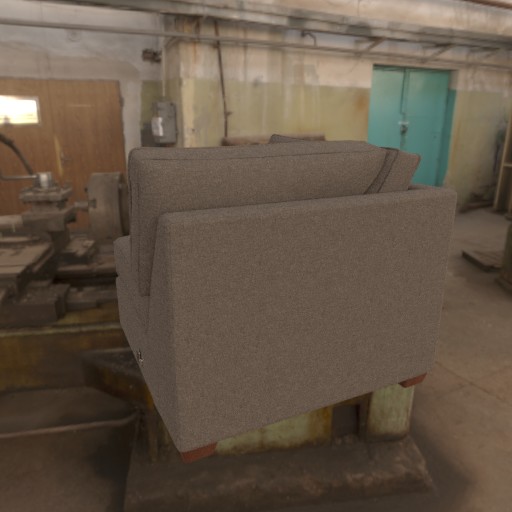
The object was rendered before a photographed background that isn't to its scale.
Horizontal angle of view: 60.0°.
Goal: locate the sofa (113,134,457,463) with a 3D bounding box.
[{"bbox_3d":[0.000,0.000,1.942,1.146,1.002,1.084,-9,19,-25],"label":"sofa"}]
